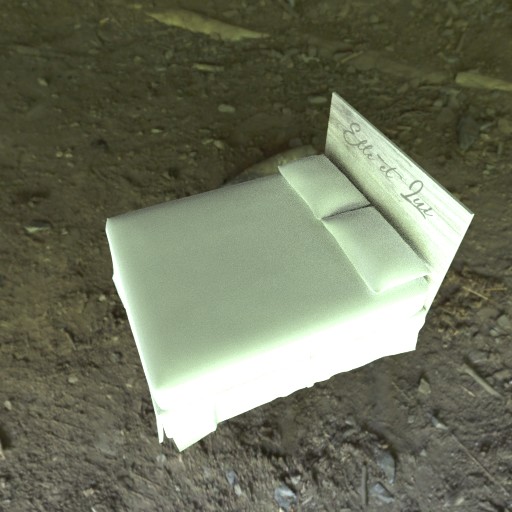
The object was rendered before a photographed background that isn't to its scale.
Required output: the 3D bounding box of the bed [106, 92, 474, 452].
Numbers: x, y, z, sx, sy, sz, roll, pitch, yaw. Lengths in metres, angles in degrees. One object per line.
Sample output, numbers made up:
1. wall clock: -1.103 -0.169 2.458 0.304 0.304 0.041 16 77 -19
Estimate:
1. bed: 0.000 0.000 3.245 2.094 1.335 1.745 -17 49 -15
